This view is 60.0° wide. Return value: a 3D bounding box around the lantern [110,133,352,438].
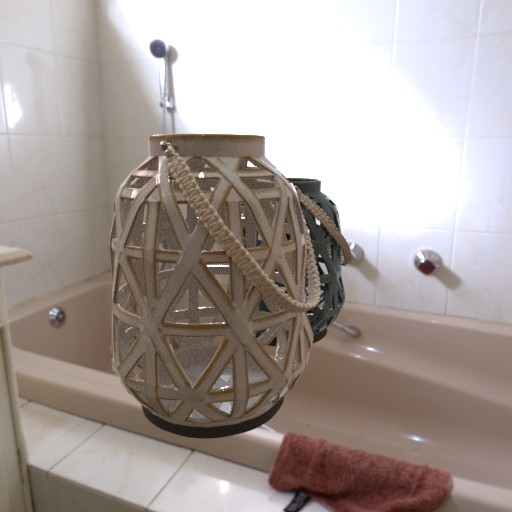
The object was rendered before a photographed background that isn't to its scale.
[{"bbox_3d":[0.000,0.000,0.597,0.245,0.307,0.439,6,15,25],"label":"lantern"}]
